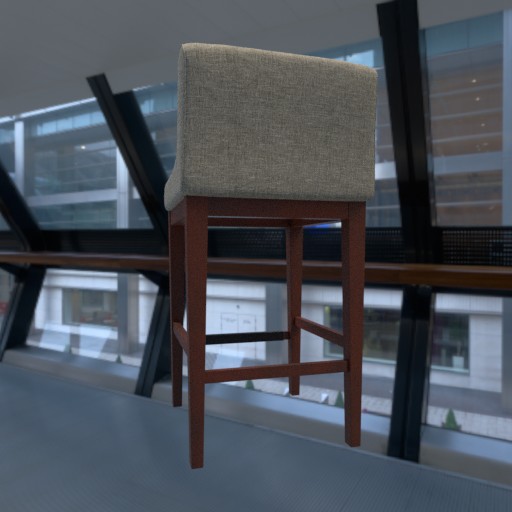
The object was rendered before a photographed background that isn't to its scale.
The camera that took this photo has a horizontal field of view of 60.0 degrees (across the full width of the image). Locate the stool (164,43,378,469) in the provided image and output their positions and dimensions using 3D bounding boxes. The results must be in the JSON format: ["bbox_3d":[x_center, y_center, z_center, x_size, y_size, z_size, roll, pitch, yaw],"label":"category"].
[{"bbox_3d":[0.000,0.000,1.097,0.417,0.835,0.459,0,1,-16],"label":"stool"}]
